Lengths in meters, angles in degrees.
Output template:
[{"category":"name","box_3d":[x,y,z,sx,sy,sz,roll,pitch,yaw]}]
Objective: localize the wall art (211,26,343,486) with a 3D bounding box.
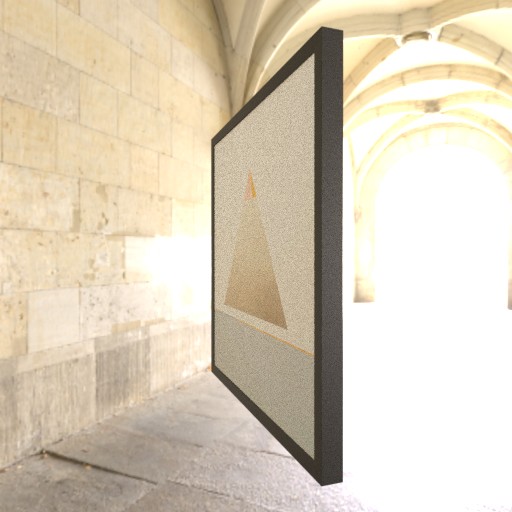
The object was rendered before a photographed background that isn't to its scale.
[{"category":"wall art","box_3d":[0.000,0.000,1.106,0.042,0.766,0.769,0,0,-20]}]
